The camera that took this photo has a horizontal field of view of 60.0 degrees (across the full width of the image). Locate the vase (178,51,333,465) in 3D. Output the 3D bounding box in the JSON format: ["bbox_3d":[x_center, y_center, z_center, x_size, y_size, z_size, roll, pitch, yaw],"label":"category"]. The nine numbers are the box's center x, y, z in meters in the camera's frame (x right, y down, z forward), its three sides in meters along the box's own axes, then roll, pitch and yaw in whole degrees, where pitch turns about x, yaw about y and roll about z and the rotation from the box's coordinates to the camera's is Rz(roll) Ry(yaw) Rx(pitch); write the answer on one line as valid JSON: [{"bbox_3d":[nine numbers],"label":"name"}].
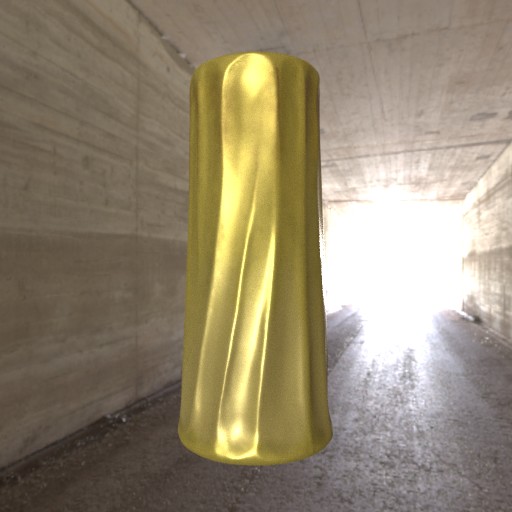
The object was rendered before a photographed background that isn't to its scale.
[{"bbox_3d":[0.000,0.000,0.179,0.061,0.143,0.061,0,-1,0],"label":"vase"}]
